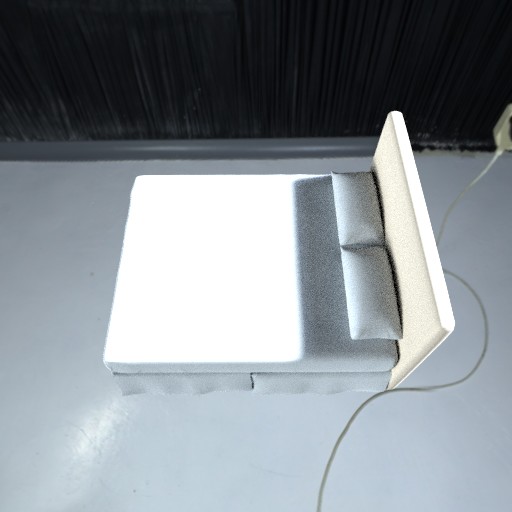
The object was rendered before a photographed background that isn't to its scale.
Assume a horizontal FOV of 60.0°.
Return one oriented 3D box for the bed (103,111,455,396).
[{"bbox_3d":[0.000,0.000,3.318,2.142,1.330,1.748,0,59,0],"label":"bed"}]
